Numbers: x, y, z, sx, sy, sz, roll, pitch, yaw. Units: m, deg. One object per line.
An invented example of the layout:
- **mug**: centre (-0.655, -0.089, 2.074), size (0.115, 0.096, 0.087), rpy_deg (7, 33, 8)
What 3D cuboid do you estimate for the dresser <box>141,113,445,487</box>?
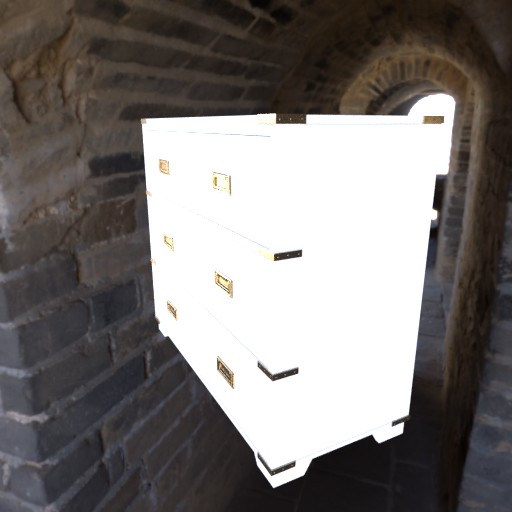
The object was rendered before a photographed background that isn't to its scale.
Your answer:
- **dresser**: centre (0.000, 0.000, 1.493), size (0.460, 0.891, 1.022), rpy_deg (-9, 19, -27)
